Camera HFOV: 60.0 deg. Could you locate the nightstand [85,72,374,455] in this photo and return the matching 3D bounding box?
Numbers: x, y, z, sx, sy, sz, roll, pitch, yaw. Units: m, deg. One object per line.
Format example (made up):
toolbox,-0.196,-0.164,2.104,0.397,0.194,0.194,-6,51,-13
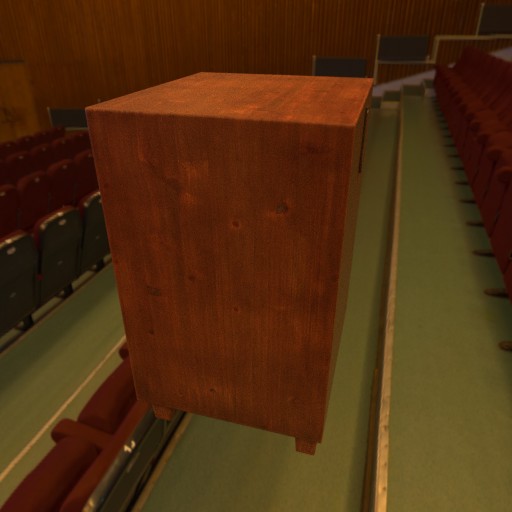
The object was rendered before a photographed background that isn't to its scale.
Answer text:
nightstand,0.000,0.000,0.983,0.410,0.695,0.465,8,30,14
